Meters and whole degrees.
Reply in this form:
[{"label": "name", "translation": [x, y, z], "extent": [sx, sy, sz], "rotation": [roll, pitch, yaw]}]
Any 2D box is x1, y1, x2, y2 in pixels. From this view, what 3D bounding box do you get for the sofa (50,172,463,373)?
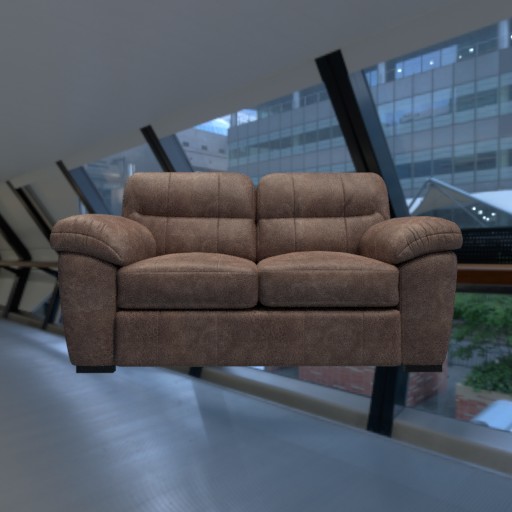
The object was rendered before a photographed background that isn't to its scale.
[{"label": "sofa", "translation": [0.000, 0.000, 2.333], "extent": [1.753, 0.991, 0.991], "rotation": [0, 1, -1]}]
